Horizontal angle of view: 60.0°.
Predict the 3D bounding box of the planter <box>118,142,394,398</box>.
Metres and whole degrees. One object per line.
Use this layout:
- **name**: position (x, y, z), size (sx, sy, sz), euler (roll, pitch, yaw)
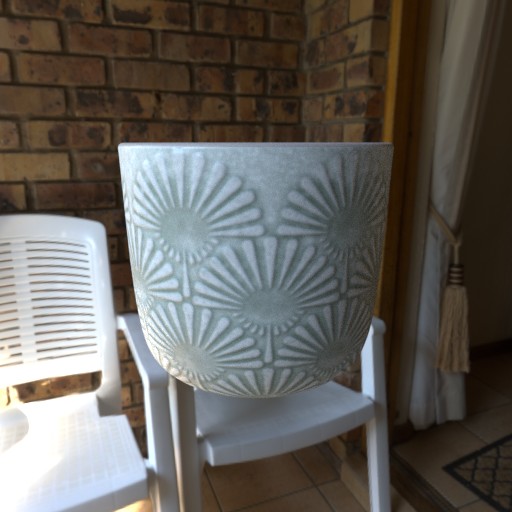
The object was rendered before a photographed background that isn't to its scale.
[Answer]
- **planter**: position (0.000, 0.000, 0.221), size (0.124, 0.109, 0.124), euler (0, 14, 0)
